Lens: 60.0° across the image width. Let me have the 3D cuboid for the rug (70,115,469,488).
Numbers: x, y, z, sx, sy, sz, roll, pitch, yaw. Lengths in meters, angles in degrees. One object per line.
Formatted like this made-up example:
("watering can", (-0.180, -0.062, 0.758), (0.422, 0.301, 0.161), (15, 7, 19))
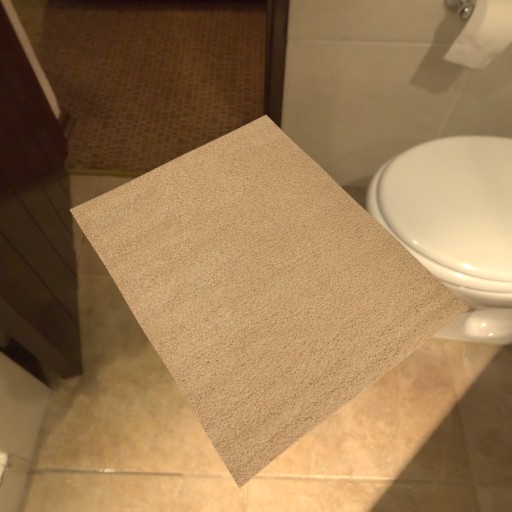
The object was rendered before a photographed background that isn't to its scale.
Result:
("rug", (0.000, 0.000, 4.115), (2.400, 0.026, 3.000), (-31, 63, -18))
